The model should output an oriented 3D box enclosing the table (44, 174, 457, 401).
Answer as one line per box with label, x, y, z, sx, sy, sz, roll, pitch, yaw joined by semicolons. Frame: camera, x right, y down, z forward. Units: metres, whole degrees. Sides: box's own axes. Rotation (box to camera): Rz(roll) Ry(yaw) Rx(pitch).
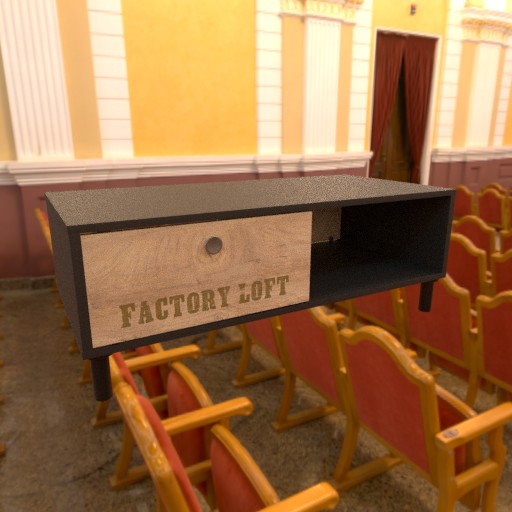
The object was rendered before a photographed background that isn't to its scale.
table;0.000;0.000;1.363;1.100;0.400;0.550;-9;18;-28
